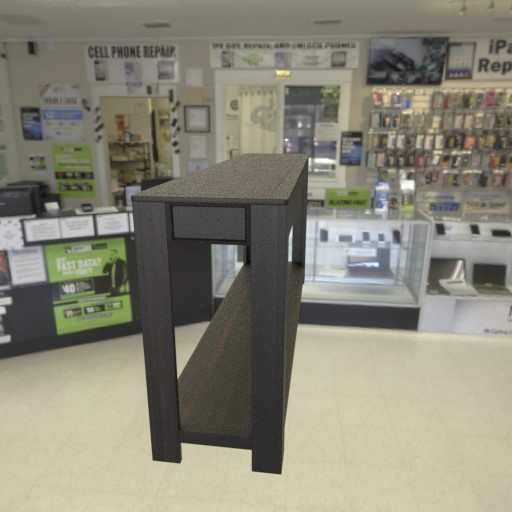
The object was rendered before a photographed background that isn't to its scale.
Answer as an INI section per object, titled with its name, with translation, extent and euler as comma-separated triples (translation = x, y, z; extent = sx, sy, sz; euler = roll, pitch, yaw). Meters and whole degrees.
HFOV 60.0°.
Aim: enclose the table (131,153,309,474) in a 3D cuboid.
[table]
translation = 0.000, 0.000, 1.908
extent = 0.384, 0.762, 1.631
euler = 2, 17, 8
